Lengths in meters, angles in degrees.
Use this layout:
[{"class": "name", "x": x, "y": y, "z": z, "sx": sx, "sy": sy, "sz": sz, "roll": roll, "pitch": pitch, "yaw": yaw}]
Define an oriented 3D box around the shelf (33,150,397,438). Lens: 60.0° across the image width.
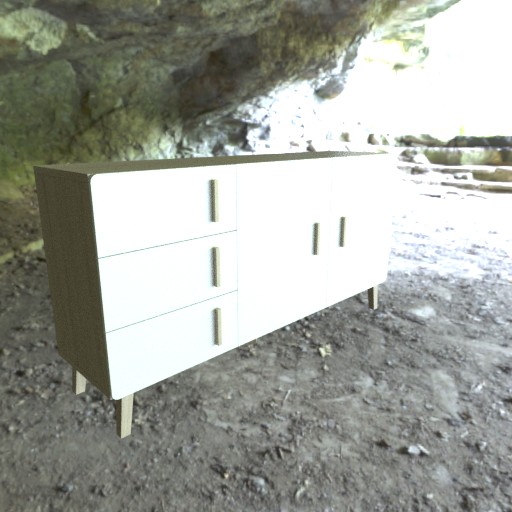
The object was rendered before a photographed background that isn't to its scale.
[{"class": "shelf", "x": 0.000, "y": 0.000, "z": 1.805, "sx": 1.490, "sy": 0.780, "sz": 0.400, "roll": -15, "pitch": 22, "yaw": -42}]
